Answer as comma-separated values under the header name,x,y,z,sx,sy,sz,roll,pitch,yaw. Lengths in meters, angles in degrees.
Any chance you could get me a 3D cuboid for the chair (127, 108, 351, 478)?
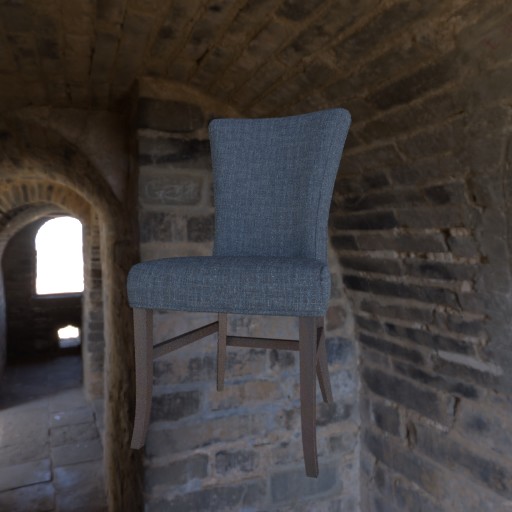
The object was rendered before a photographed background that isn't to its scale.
name,x,y,z,sx,sy,sz,roll,pitch,yaw
chair,0.000,0.000,1.361,0.520,0.991,0.660,0,2,18
